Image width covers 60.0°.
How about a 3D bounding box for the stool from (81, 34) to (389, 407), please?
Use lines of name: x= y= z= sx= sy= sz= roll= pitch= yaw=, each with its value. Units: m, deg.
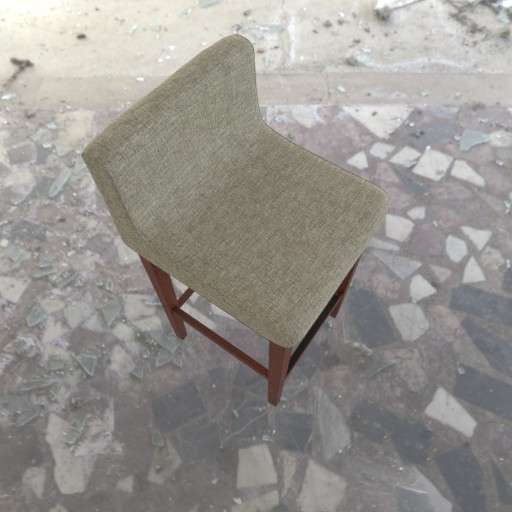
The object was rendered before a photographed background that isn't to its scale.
stool: x=0.000 y=0.000 z=1.104 sx=0.459 sy=0.835 sz=0.417 roll=31 pitch=63 yaw=18
